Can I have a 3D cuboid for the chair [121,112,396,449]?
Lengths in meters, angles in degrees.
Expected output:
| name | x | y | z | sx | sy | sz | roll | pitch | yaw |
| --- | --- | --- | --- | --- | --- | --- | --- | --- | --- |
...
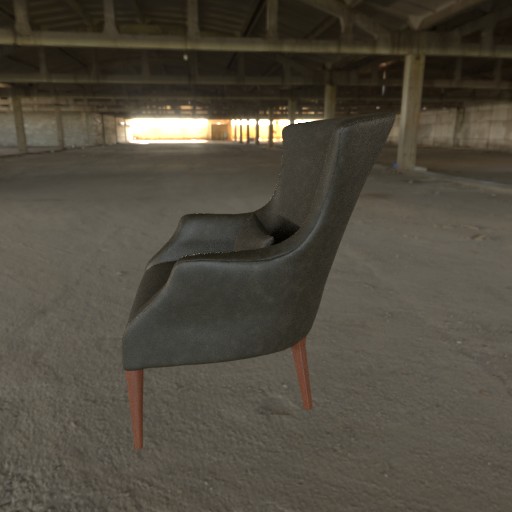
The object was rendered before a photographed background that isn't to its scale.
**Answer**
| name | x | y | z | sx | sy | sz | roll | pitch | yaw |
| --- | --- | --- | --- | --- | --- | --- | --- | --- | --- |
| chair | 0.000 | 0.000 | 1.723 | 0.954 | 1.068 | 0.819 | -2 | 16 | -8 |
